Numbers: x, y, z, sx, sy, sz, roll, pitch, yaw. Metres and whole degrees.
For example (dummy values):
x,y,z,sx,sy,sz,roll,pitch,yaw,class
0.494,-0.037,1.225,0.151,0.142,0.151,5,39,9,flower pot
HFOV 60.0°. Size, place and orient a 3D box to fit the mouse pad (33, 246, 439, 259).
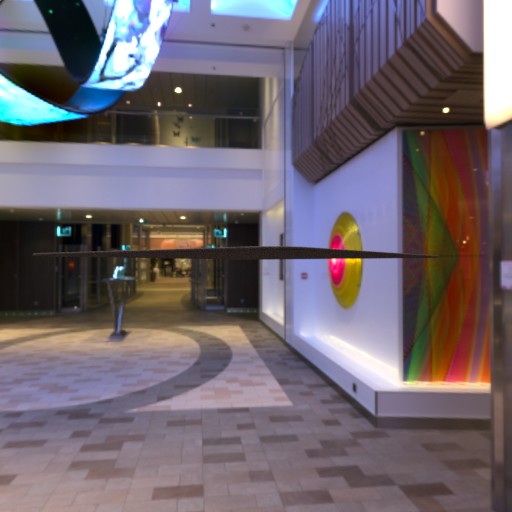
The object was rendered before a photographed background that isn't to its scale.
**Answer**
x,y,z,sx,sy,sz,roll,pitch,yaw,class
0.000,0.000,0.429,0.269,0.002,0.315,-1,-2,37,mouse pad
